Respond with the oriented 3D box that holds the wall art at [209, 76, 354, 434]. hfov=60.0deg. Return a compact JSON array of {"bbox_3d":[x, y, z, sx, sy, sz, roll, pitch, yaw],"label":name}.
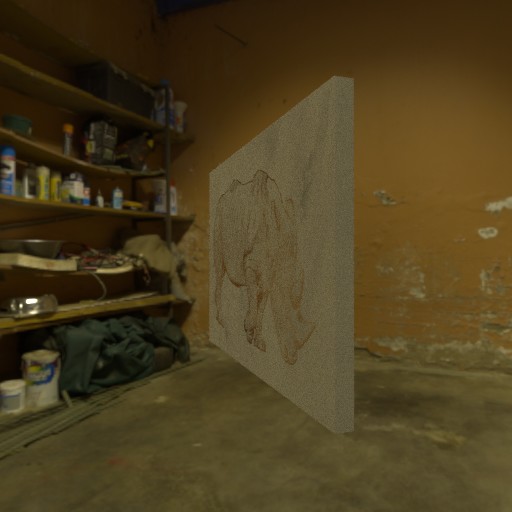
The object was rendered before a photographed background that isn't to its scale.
[{"bbox_3d":[0.000,0.000,1.193,0.038,0.610,0.915,0,0,-19],"label":"wall art"}]
